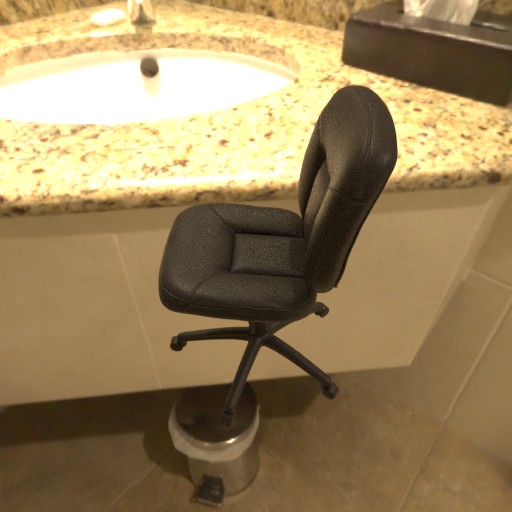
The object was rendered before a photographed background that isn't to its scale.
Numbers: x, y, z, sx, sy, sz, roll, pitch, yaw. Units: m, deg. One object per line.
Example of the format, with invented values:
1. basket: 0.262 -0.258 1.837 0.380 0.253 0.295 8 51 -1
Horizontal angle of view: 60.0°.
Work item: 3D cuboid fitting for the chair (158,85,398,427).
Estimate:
1. chair: 0.000 0.000 1.365 0.646 0.959 0.647 1 42 1
